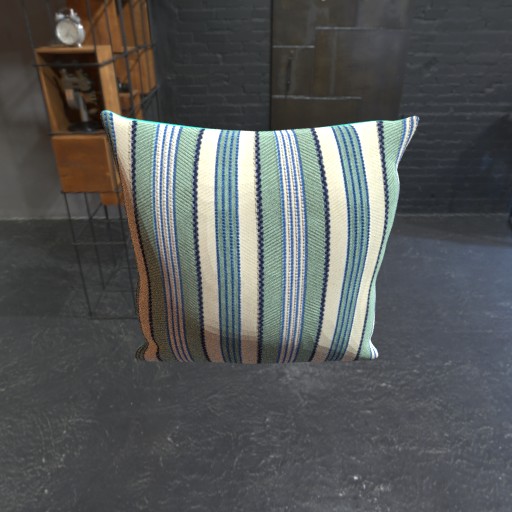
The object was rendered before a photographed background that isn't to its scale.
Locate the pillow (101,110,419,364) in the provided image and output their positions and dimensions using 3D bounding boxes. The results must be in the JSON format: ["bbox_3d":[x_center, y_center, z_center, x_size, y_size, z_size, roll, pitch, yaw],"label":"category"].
[{"bbox_3d":[0.000,0.000,0.696,0.440,0.441,0.182,0,29,0],"label":"pillow"}]
